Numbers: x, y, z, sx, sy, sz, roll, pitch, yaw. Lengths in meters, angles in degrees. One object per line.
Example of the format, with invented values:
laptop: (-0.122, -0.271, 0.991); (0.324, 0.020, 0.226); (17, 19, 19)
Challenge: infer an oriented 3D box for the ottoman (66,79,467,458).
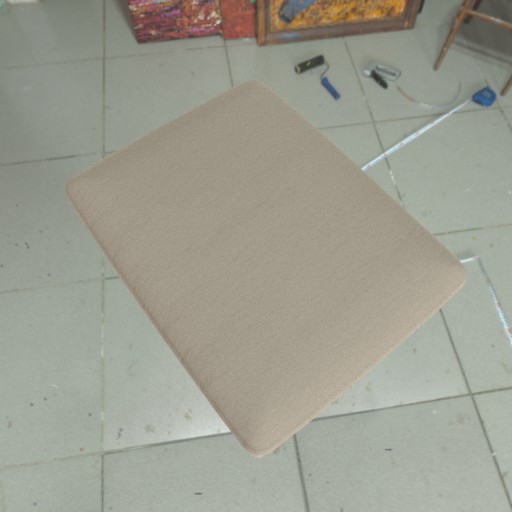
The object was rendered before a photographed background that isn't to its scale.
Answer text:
ottoman: (0.000, 0.000, 1.123); (0.606, 0.420, 0.771); (-35, 68, -16)
